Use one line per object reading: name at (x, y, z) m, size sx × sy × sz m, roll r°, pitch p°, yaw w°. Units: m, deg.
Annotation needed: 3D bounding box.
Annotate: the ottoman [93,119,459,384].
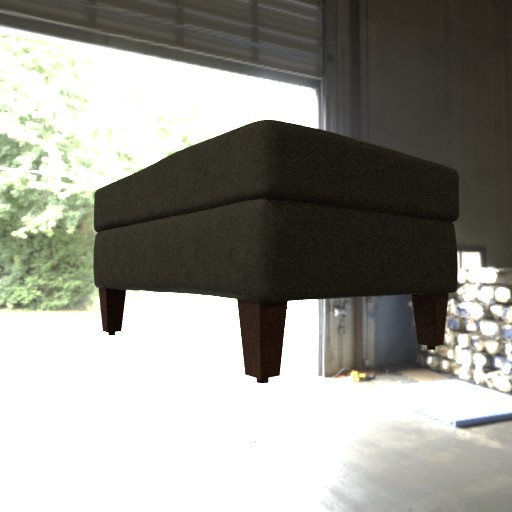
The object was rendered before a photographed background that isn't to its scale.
ottoman at (0.000, 0.000, 1.210) m, size 0.639 × 0.464 × 0.839 m, roll 2°, pitch -3°, yaw -38°
